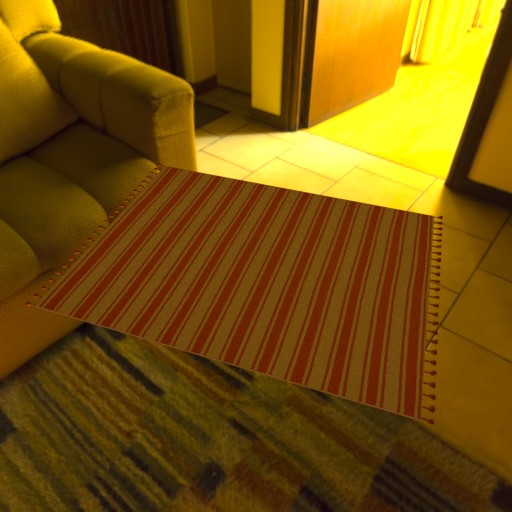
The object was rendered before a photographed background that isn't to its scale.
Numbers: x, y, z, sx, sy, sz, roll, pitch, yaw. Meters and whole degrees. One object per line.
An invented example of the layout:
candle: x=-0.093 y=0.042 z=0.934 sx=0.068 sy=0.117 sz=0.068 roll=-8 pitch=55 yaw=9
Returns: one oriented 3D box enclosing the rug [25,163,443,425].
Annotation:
rug: x=0.000 y=0.000 z=4.237 sx=3.369 sy=0.035 sz=2.451 roll=13 pitch=44 yaw=14
